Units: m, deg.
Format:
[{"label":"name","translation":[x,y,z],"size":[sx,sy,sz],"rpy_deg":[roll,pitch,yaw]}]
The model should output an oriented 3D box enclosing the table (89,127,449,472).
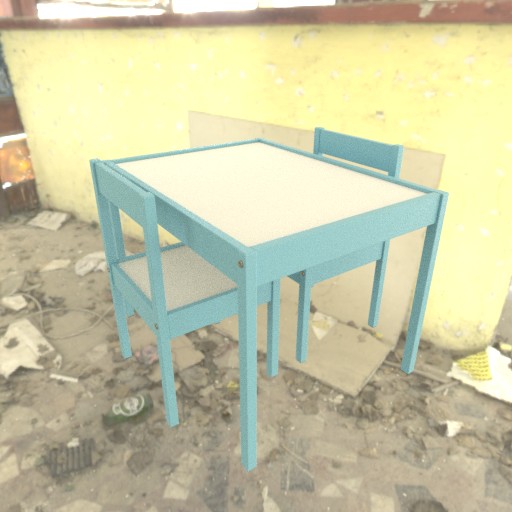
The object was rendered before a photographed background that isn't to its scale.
[{"label":"table","translation":[0.000,0.000,1.071],"size":[0.633,0.503,0.639],"rpy_deg":[-17,31,-31]}]
